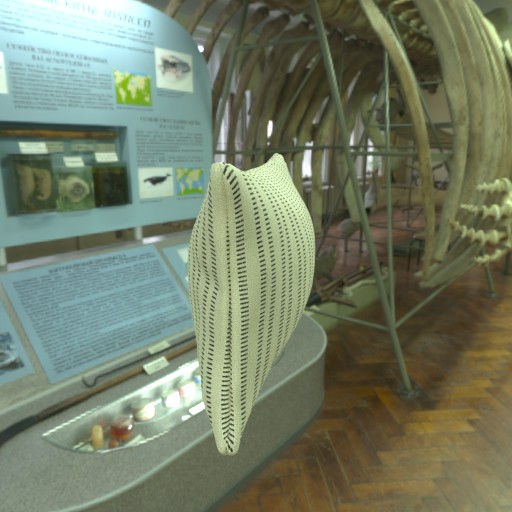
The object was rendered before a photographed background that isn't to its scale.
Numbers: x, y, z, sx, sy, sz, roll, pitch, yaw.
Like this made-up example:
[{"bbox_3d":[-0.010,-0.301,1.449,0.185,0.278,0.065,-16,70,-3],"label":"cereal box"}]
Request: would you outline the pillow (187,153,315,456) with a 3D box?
[{"bbox_3d":[0.000,0.000,0.800,0.210,0.353,0.640,2,14,8],"label":"pillow"}]
